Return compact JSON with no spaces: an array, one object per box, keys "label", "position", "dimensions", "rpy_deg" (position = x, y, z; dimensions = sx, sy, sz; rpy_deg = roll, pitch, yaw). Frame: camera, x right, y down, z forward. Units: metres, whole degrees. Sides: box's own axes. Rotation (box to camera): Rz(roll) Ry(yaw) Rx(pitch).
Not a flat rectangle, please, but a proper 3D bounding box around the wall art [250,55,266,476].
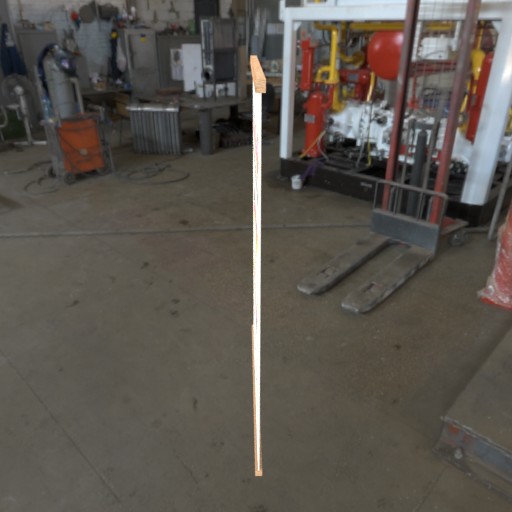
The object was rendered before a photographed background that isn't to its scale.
[{"label":"wall art","position":[0.000,0.000,1.925],"dimensions":[0.028,1.533,0.999],"rpy_deg":[-1,28,-1]}]
